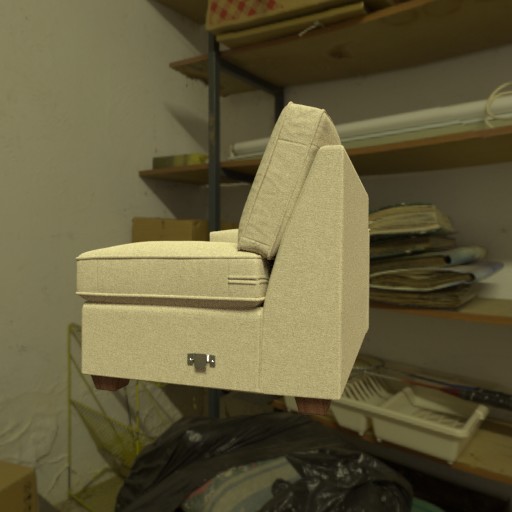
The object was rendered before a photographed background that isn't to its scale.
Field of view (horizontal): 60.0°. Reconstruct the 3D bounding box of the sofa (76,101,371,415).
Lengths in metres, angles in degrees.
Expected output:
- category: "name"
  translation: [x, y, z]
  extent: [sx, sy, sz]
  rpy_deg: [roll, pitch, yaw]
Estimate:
- category: "sofa"
  translation: [0.000, 0.000, 2.114]
  extent: [0.991, 0.989, 1.388]
  rpy_deg: [0, 0, 18]
